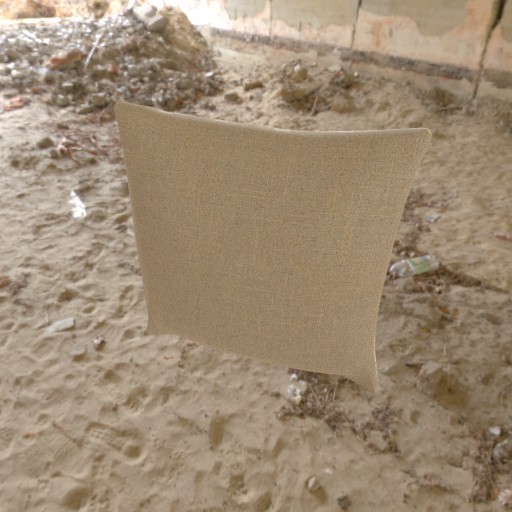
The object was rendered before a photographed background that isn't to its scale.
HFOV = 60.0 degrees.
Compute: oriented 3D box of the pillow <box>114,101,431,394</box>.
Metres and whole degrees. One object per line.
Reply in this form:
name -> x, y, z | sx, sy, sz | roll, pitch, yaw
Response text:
pillow -> 0.000, 0.000, 0.787 | 0.496, 0.491, 0.219 | 10, 34, 16
